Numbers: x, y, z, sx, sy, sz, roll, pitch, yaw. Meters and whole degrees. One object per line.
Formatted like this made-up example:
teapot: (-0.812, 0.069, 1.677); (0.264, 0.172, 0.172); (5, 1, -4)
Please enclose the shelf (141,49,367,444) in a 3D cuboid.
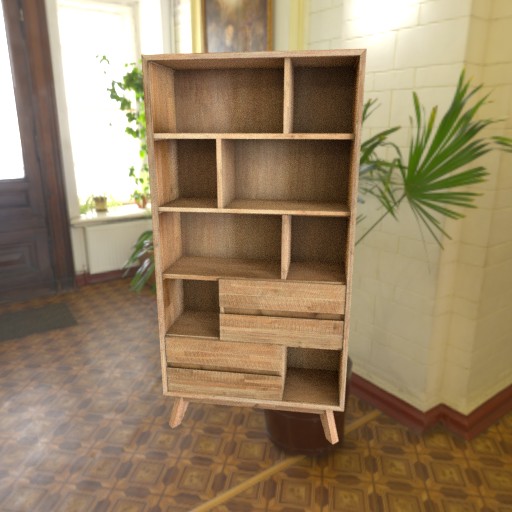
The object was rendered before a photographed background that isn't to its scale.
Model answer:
shelf: (0.000, 0.000, 1.785); (0.748, 1.471, 0.308); (2, 16, 8)
